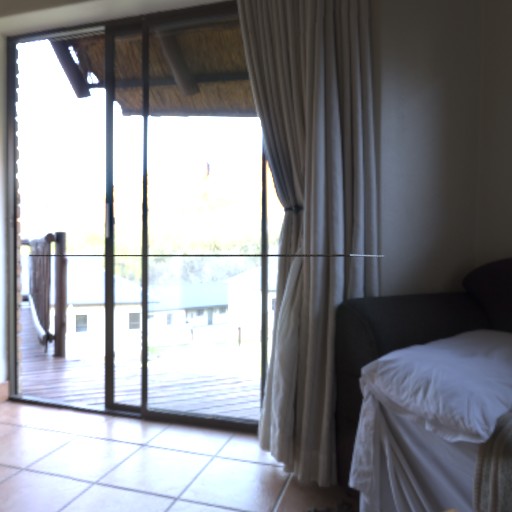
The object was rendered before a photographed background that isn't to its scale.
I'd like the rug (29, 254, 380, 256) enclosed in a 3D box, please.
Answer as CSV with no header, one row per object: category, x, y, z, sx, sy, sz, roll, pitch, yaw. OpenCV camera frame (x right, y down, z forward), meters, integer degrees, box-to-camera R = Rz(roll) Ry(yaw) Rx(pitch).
rug,0.000,0.000,2.363,1.229,0.005,1.827,0,0,19
